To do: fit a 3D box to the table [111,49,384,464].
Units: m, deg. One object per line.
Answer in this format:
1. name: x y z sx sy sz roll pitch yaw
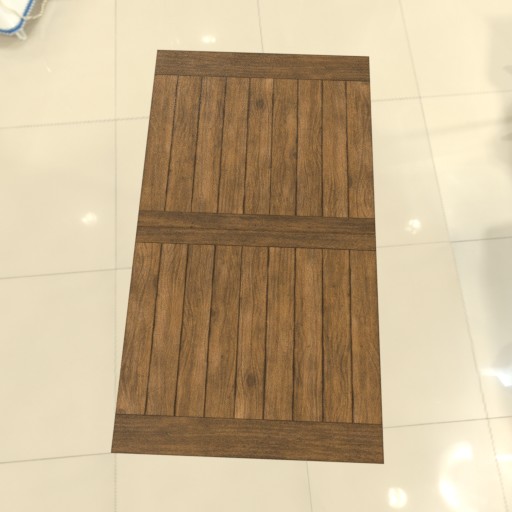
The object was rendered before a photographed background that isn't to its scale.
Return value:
1. table: 0.000 0.000 2.092 0.931 0.757 1.641 2 75 1
